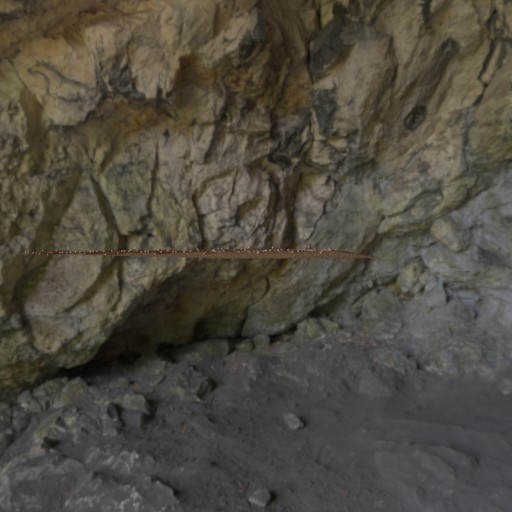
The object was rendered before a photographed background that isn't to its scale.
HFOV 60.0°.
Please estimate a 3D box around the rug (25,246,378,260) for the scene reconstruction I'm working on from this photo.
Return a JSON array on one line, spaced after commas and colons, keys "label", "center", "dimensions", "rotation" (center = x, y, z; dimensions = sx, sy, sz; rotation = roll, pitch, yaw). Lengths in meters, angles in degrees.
[{"label": "rug", "center": [0.000, 0.000, 2.529], "dimensions": [1.224, 0.027, 2.085], "rotation": [0, -1, 20]}]
